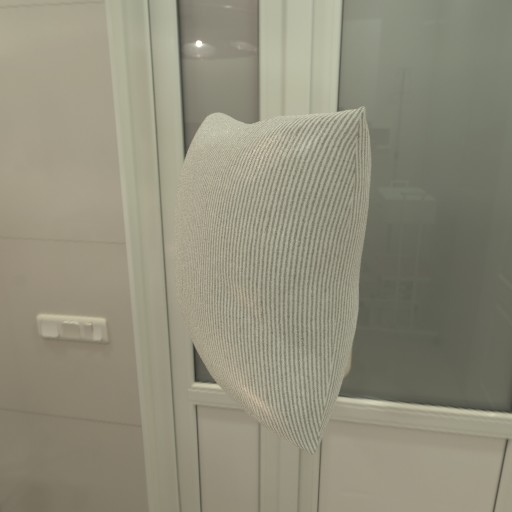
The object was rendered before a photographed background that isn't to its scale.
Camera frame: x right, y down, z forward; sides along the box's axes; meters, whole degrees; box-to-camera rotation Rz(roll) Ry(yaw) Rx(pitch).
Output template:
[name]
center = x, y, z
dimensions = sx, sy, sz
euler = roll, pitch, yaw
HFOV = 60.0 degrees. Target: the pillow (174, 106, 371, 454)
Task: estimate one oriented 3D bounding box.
[pillow]
center = 0.000, 0.000, 0.687
dimensions = 0.310, 0.432, 0.387
euler = 3, 17, 10
